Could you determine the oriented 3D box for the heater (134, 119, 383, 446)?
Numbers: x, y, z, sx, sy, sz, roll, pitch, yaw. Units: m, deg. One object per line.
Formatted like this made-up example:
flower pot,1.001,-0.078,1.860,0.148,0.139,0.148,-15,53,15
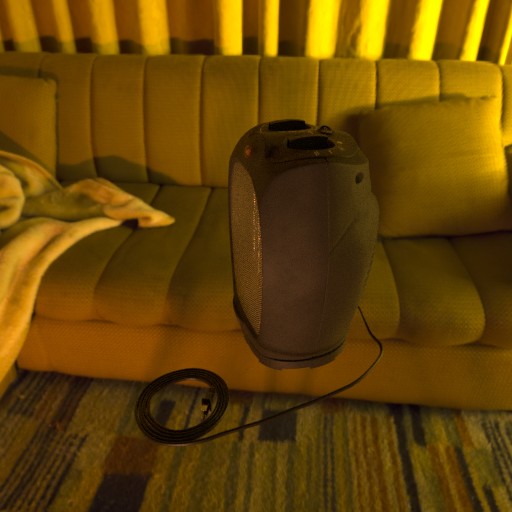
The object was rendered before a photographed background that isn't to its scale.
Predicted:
heater,0.000,0.000,0.474,0.291,0.255,0.239,-8,32,-13
